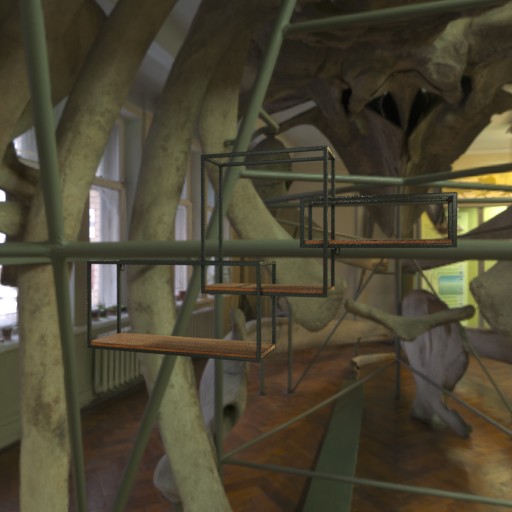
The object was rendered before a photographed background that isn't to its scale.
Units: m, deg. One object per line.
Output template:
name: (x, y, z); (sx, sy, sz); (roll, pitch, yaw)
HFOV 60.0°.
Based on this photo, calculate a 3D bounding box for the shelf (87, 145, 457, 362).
shelf: (0.000, 0.000, 2.169); (1.781, 0.972, 0.275); (0, 1, 19)
